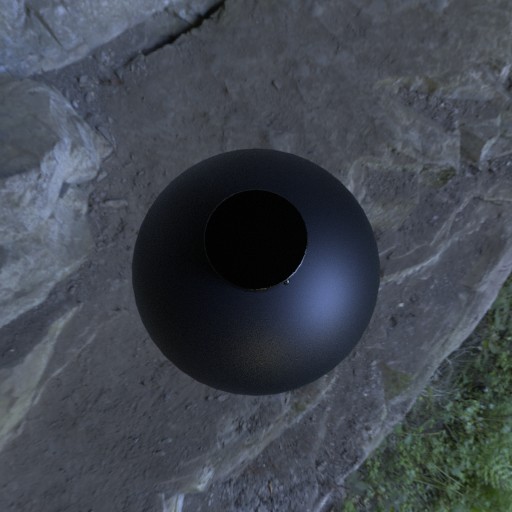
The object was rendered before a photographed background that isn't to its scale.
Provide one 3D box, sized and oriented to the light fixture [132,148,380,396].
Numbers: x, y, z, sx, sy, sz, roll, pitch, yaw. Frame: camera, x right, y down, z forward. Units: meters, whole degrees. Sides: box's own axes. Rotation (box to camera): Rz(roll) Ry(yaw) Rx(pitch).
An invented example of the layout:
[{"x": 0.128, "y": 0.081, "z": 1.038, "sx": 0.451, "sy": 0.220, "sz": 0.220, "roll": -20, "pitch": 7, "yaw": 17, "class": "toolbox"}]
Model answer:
[{"x": 0.000, "y": 0.000, "z": 0.563, "sx": 0.355, "sy": 0.177, "sz": 0.355, "roll": 0, "pitch": 77, "yaw": 0, "class": "light fixture"}]
